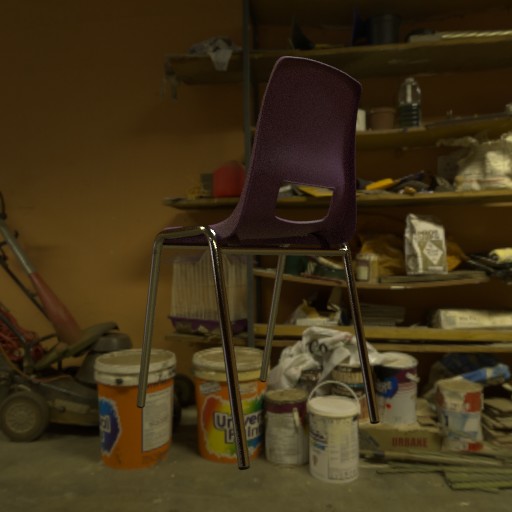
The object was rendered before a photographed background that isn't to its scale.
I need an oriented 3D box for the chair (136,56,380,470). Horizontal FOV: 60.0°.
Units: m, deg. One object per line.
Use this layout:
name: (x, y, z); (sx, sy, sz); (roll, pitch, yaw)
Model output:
chair: (0.000, 0.000, 0.980); (0.381, 0.704, 0.432); (0, -1, -37)
